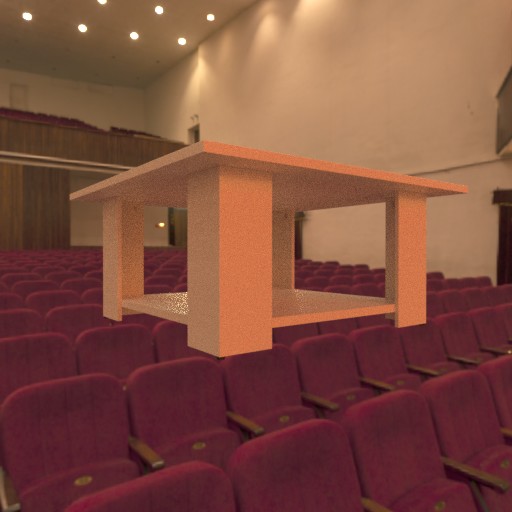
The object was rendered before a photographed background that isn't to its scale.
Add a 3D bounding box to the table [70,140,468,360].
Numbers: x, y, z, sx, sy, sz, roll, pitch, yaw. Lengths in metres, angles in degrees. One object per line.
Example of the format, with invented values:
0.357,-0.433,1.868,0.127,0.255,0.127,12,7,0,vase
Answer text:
0.000,0.000,1.048,0.670,0.305,0.670,0,0,-37,table
